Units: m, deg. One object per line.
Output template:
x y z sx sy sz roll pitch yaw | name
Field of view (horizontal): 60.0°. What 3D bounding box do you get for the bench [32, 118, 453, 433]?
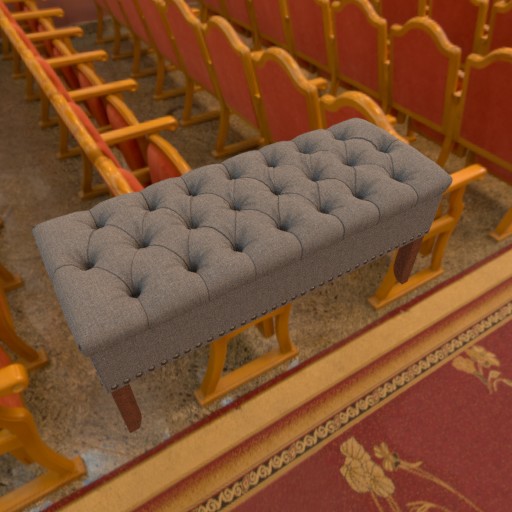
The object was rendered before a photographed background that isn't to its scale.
0.000 0.000 1.302 1.052 0.470 0.417 -24 50 -22 | bench
